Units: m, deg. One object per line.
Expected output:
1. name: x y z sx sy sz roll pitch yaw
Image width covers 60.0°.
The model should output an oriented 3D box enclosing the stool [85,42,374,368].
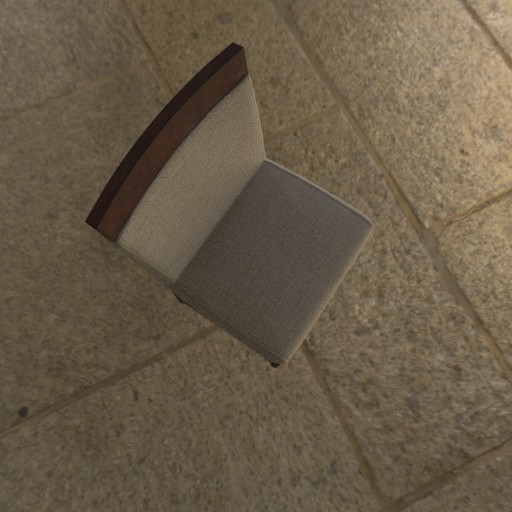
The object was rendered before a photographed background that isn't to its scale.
1. stool: 0.000 0.000 1.423 0.531 1.117 0.511 33 78 8
